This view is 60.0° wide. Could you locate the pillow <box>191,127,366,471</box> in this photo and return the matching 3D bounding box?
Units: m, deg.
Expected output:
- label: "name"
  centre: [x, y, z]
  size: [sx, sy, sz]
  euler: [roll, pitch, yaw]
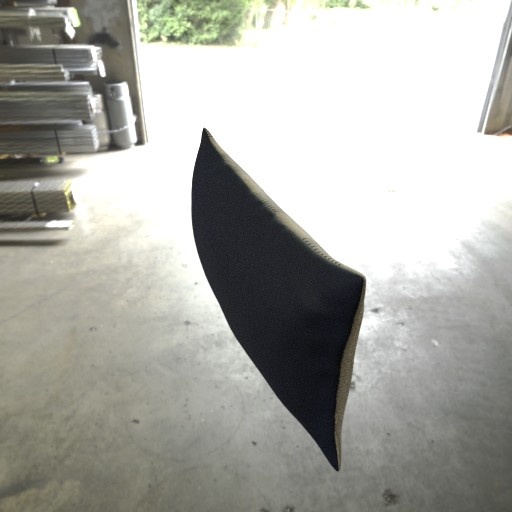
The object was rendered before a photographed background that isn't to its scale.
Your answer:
- label: "pillow"
  centre: [0.000, 0.000, 0.724]
  size: [0.151, 0.287, 0.610]
  euler: [-10, 32, -17]
